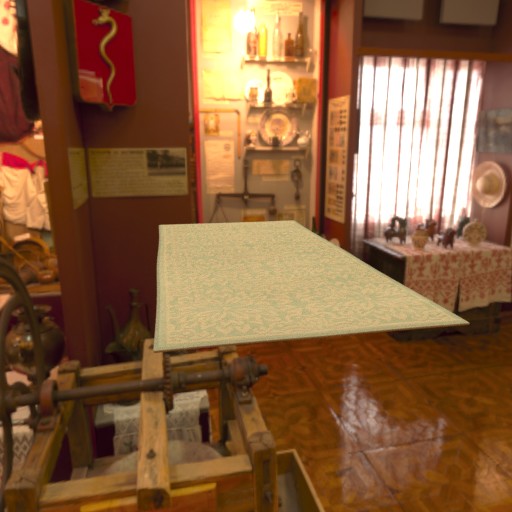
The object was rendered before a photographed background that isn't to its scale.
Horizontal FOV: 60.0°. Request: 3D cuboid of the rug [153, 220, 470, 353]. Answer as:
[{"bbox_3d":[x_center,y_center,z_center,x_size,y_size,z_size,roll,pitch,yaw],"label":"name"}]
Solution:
[{"bbox_3d":[0.000,0.000,1.385,0.604,0.007,1.219,-3,14,-11],"label":"rug"}]
